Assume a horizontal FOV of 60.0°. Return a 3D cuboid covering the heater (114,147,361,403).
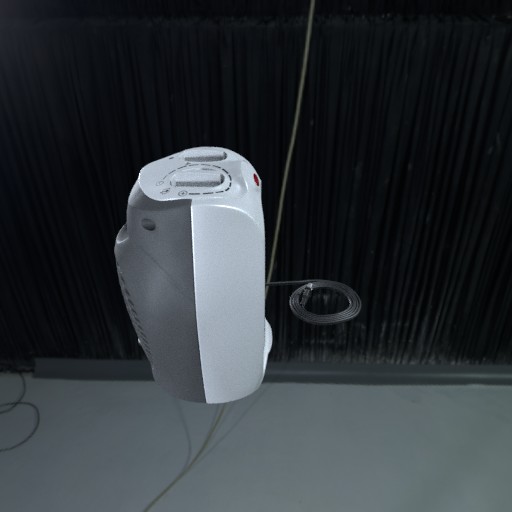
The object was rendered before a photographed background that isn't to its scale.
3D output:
[{"bbox_3d":[0.000,0.000,0.492,0.291,0.240,0.239,0,31,-1],"label":"heater"}]
